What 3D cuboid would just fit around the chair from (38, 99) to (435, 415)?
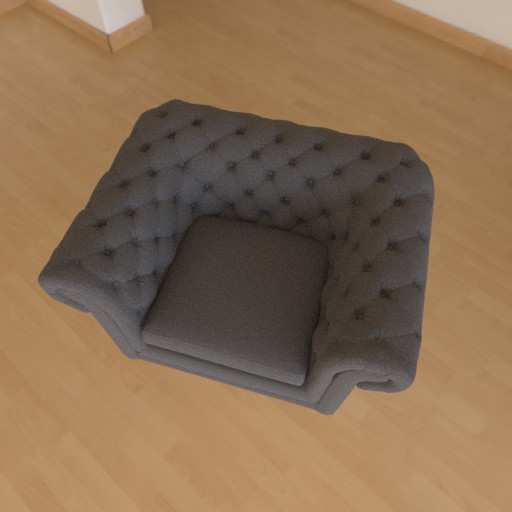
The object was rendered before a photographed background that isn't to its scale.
[{"bbox_3d":[0.000,0.000,1.869,1.270,0.770,0.976,14,59,8],"label":"chair"}]
